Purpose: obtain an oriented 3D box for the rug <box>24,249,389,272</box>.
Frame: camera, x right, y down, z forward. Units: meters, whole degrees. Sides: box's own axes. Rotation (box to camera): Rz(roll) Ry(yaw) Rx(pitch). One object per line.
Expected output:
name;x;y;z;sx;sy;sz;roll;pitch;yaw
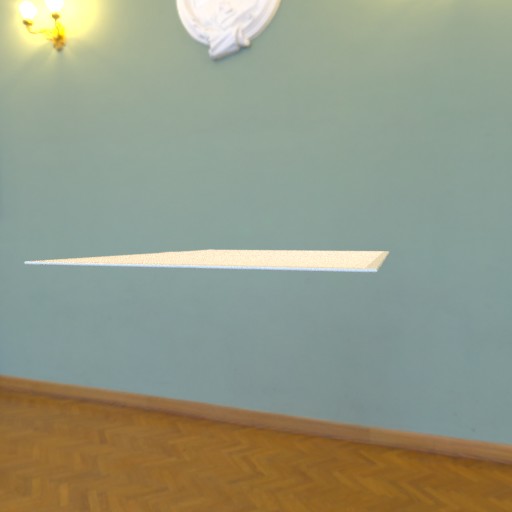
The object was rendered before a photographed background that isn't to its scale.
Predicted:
rug;0.000;0.000;4.858;2.734;0.037;3.659;1;3;18
